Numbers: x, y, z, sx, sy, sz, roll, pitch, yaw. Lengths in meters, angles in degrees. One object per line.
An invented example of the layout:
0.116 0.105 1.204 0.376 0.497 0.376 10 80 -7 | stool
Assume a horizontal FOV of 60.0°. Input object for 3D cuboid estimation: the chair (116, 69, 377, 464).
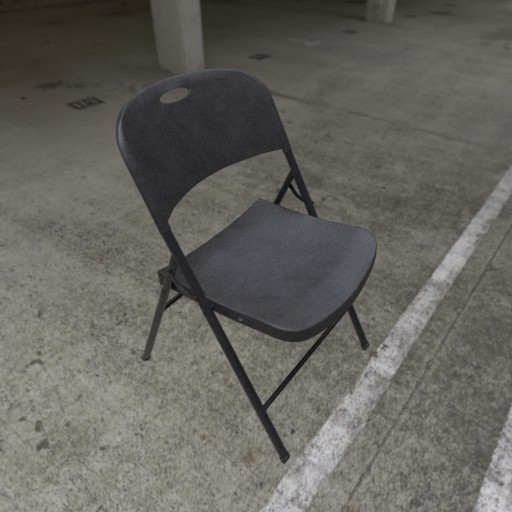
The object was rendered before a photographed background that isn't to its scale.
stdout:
0.000 0.000 1.173 0.566 0.810 0.494 26 46 28 | chair
